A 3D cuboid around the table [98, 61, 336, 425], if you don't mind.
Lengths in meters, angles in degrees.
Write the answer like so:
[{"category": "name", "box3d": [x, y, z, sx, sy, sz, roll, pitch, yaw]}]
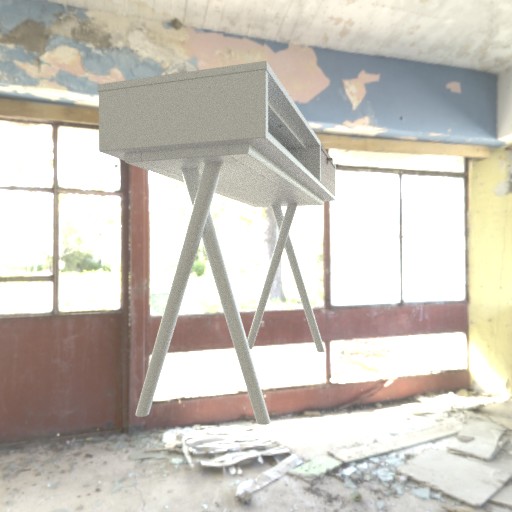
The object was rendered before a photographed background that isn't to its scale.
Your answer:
[{"category": "table", "box3d": [0.000, 0.000, 1.455, 0.418, 0.785, 1.066, 0, 0, 18]}]
